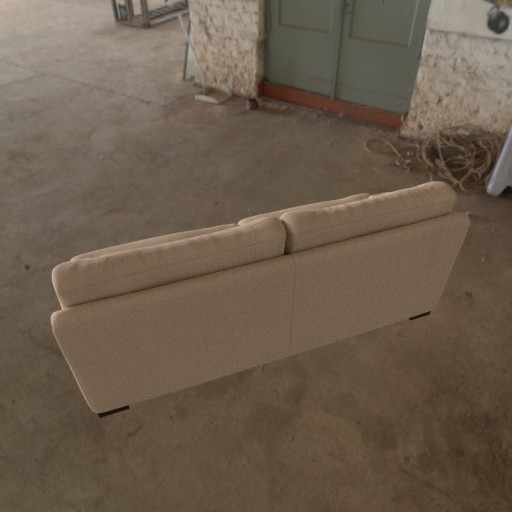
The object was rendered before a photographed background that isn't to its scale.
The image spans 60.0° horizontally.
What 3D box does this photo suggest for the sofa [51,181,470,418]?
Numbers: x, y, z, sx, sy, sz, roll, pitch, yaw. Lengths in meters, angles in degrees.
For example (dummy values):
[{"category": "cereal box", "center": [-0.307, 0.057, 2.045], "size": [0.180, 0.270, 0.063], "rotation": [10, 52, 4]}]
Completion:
[{"category": "sofa", "center": [0.000, 0.000, 2.605], "size": [2.147, 0.925, 0.929], "rotation": [-14, 43, -15]}]
